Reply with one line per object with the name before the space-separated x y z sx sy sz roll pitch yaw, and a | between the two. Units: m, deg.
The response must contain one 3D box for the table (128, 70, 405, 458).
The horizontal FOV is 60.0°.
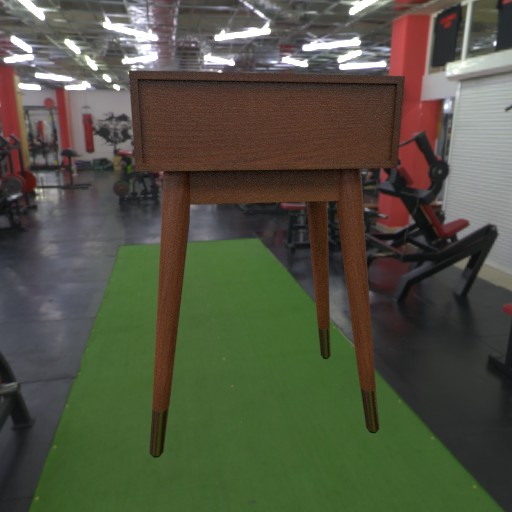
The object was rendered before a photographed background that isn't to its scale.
table | 0.000 0.000 0.825 0.406 0.599 0.300 -3 16 -9
